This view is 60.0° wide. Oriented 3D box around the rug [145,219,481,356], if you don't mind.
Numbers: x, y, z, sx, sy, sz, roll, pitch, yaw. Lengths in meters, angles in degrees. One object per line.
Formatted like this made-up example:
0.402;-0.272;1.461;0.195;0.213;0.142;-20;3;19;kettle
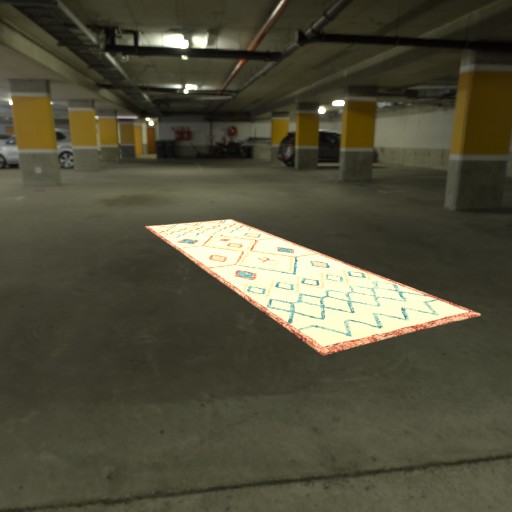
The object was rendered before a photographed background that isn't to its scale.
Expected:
0.000;0.000;2.624;0.750;0.011;2.435;-7;16;-26;rug
